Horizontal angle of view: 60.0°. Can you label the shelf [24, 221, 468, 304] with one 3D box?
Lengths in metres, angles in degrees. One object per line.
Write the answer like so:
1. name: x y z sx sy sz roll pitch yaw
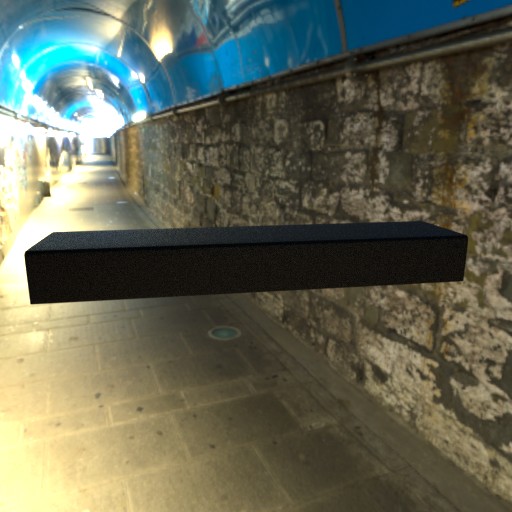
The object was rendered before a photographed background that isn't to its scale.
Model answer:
1. shelf: 0.000 0.000 0.503 0.456 0.053 0.102 -2 14 -9
